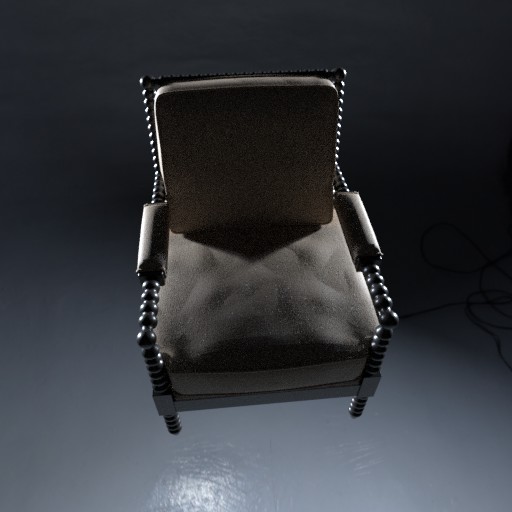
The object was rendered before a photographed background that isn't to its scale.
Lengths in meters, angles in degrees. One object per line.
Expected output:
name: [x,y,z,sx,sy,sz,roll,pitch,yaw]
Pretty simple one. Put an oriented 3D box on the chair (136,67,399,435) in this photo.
chair: [0.000,0.000,1.149,0.555,0.703,0.657,-4,46,-4]
